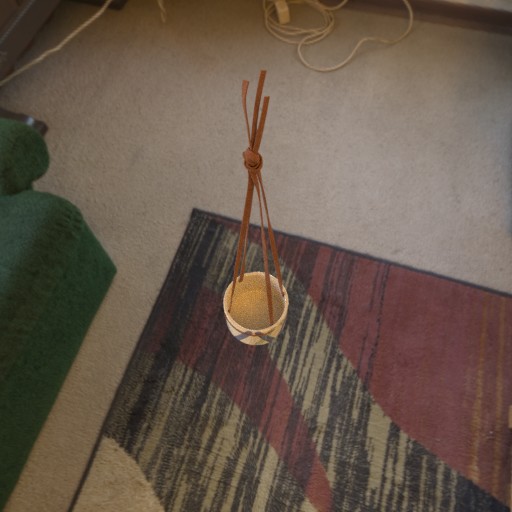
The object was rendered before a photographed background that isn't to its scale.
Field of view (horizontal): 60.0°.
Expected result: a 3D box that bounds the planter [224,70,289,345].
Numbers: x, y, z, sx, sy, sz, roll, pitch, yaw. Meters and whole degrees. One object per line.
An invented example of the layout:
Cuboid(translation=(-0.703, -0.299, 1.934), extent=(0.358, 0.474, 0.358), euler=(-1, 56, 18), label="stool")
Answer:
Cuboid(translation=(0.000, 0.000, 0.822), extent=(0.153, 0.753, 0.157), euler=(-1, 64, -1), label="planter")
